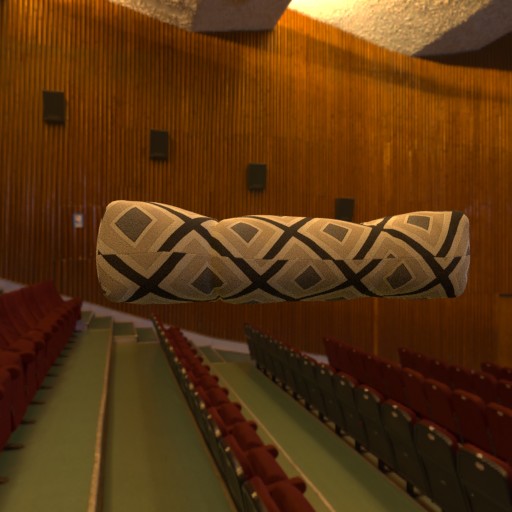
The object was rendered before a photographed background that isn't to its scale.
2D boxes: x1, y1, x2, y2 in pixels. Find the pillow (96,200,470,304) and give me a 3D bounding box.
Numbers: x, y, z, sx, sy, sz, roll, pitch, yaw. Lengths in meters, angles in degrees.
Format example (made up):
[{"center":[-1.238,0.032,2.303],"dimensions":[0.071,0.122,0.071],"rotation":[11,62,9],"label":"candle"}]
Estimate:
[{"center":[0.000,0.000,0.736],"dimensions":[0.490,0.128,0.468],"rotation":[0,0,-18],"label":"pillow"}]
